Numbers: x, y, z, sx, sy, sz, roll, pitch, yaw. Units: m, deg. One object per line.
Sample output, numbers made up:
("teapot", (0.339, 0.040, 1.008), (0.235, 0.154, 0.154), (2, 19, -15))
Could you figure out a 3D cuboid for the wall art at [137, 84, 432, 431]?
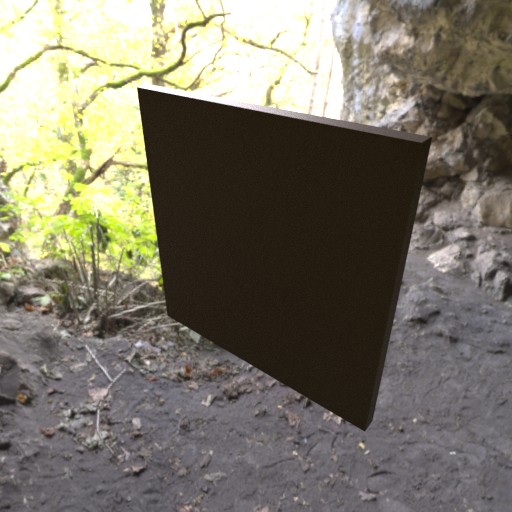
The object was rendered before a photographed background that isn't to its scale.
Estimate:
("wall art", (0.000, 0.000, 0.774), (0.503, 0.506, 0.030), (23, 38, 32))
